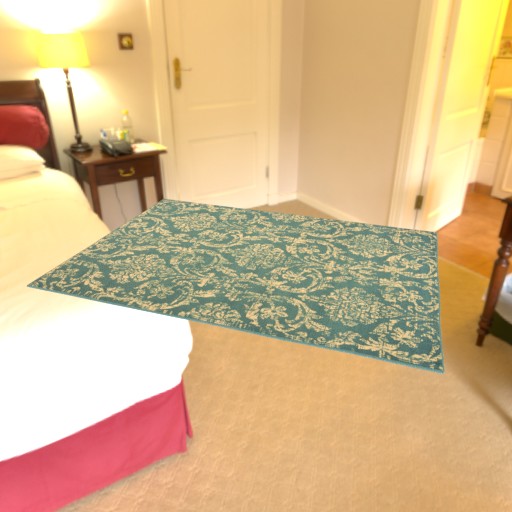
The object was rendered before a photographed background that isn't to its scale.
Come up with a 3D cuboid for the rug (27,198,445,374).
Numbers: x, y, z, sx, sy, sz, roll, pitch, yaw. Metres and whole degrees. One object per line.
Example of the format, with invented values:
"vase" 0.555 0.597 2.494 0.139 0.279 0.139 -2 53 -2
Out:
"rug" 0.000 0.000 2.831 2.205 0.012 1.554 9 28 17
